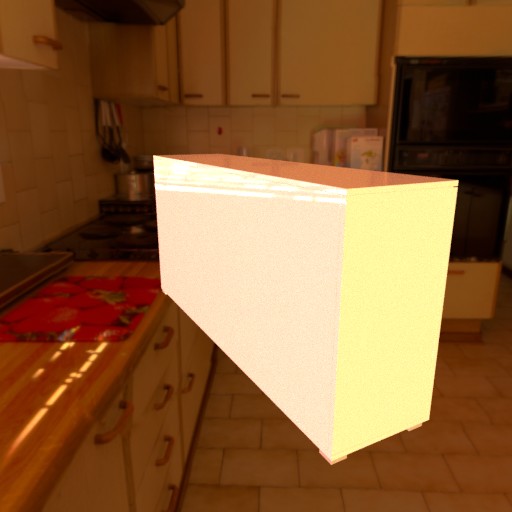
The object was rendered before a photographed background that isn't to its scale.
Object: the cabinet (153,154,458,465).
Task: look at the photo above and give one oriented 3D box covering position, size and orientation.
[{"bbox_3d":[0.000,0.000,1.960,0.400,0.800,1.650,-8,18,-27],"label":"cabinet"}]
